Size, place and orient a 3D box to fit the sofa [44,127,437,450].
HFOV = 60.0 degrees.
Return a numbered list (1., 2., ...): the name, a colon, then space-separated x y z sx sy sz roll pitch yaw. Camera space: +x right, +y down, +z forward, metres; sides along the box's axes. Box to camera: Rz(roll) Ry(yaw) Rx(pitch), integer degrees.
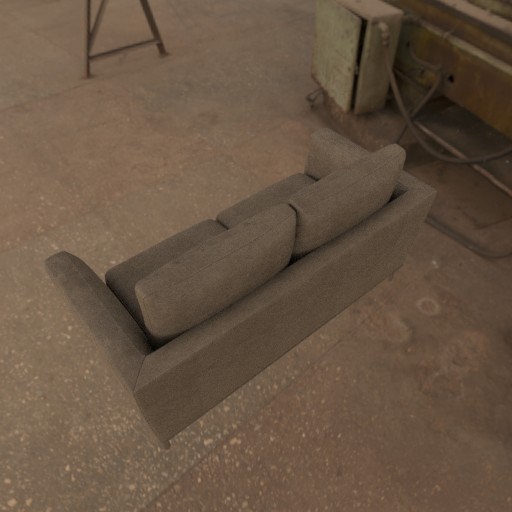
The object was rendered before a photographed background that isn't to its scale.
1. sofa: 0.000 0.000 2.352 1.832 1.013 0.855 -31 54 -26
